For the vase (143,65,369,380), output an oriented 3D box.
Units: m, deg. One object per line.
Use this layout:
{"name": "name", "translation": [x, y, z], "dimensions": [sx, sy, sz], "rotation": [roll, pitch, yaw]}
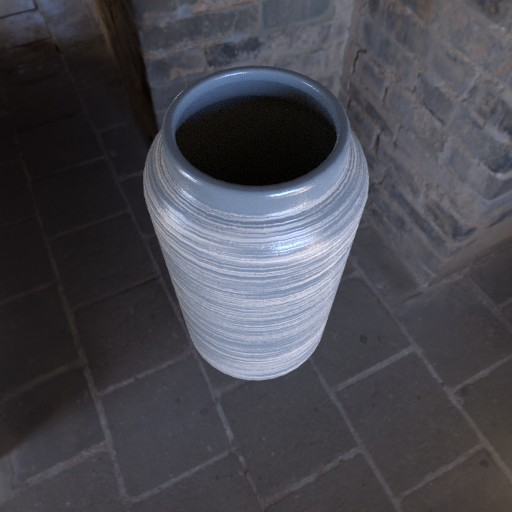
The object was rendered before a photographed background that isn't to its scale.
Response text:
{"name": "vase", "translation": [0.000, 0.000, 0.299], "dimensions": [0.116, 0.230, 0.116], "rotation": [0, 58, 0]}
